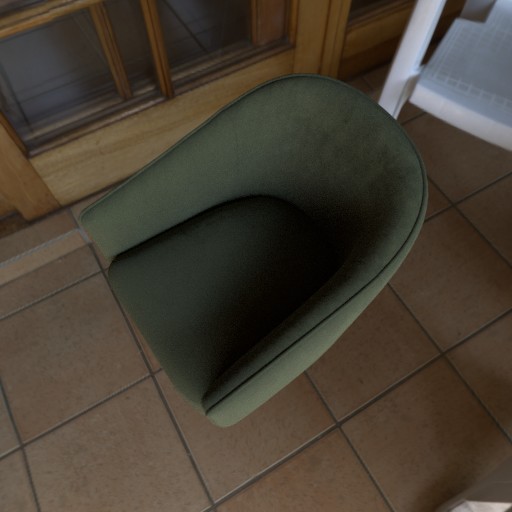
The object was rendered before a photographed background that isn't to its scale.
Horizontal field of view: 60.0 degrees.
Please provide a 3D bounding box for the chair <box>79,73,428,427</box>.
[{"bbox_3d":[0.000,0.000,1.444,0.875,0.799,0.747,-33,68,-15],"label":"chair"}]
